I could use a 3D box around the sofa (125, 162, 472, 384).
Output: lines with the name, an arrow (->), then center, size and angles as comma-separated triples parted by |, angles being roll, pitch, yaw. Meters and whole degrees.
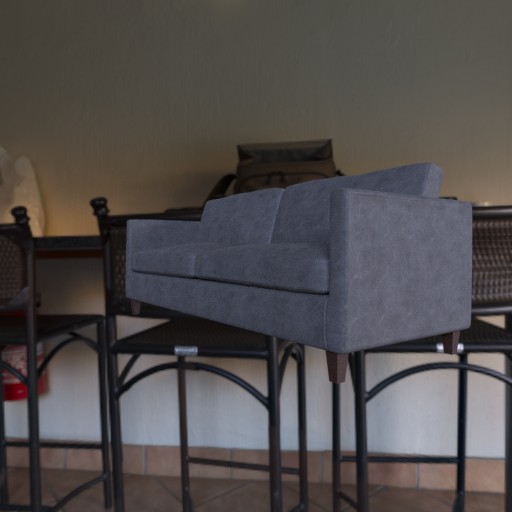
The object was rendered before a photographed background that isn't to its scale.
sofa -> 0.000, 0.000, 2.911 | 0.951, 0.965, 2.434 | -1, 1, -36
